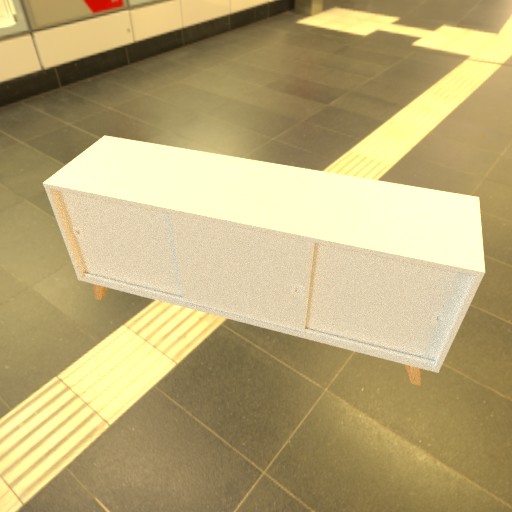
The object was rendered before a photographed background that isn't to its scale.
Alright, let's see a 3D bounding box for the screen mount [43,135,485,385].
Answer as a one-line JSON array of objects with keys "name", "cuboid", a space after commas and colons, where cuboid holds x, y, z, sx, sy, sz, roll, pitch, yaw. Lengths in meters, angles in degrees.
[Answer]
[{"name": "screen mount", "cuboid": [0.000, 0.000, 1.769, 1.490, 0.619, 0.400, 12, 43, 14]}]
